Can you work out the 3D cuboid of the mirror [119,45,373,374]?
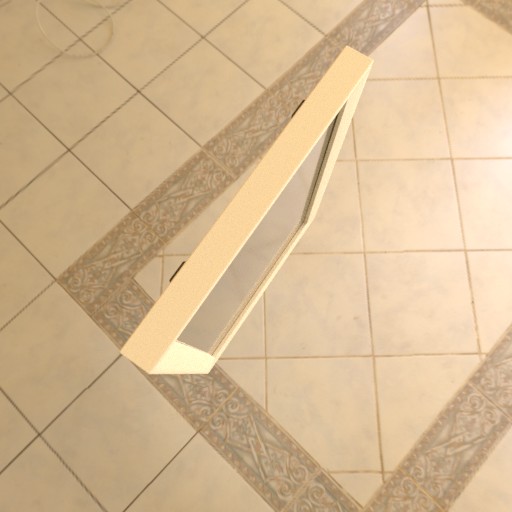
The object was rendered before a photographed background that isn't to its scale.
[{"bbox_3d":[0.000,0.000,0.695,0.041,0.508,0.405,33,78,8],"label":"mirror"}]
